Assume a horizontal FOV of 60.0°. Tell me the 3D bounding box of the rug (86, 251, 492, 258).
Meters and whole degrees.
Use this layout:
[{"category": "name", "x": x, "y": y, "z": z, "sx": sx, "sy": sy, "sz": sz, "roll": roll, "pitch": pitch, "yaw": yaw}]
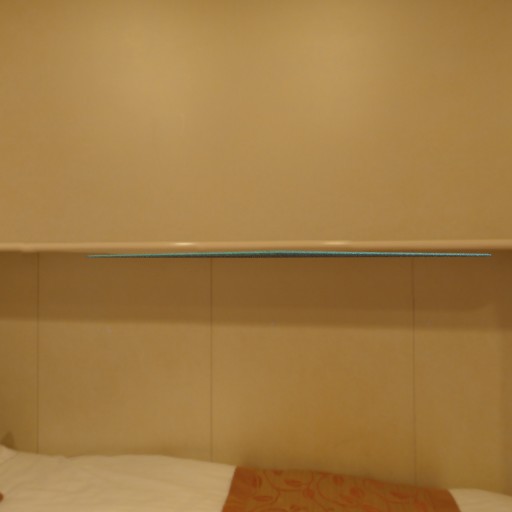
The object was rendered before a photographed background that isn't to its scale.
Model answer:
[{"category": "rug", "x": 0.000, "y": 0.000, "z": 3.497, "sx": 1.830, "sy": 0.018, "sz": 2.769, "roll": 0, "pitch": -1, "yaw": -36}]
